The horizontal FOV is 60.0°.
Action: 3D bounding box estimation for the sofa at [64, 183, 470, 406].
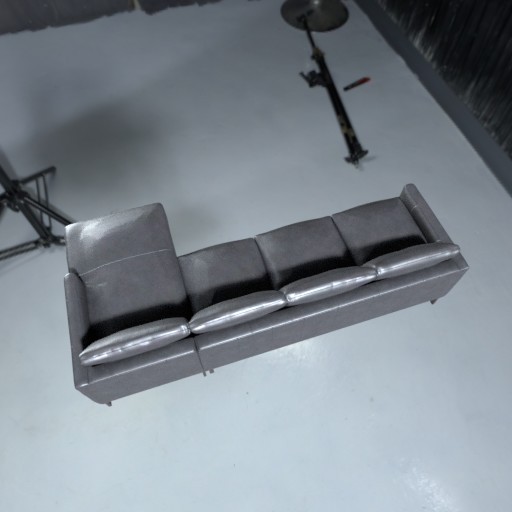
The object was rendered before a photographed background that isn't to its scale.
[{"bbox_3d":[0.000,0.000,3.687,2.993,0.859,1.471,-15,60,-9],"label":"sofa"}]
